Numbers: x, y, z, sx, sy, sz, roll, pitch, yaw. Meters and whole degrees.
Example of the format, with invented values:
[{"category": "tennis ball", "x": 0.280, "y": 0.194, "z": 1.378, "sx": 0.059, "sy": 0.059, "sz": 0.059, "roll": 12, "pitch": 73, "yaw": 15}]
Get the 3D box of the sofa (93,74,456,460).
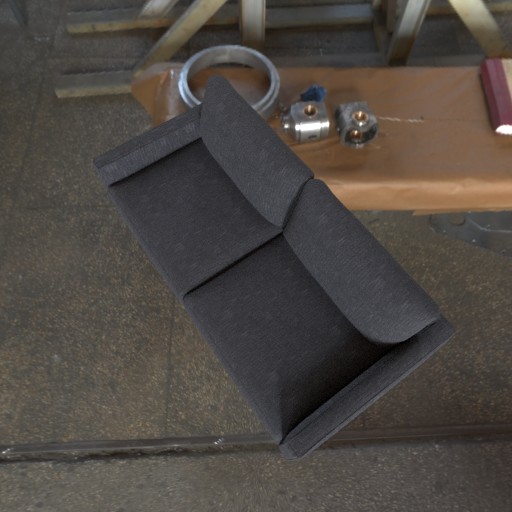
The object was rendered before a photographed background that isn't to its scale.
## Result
[{"category": "sofa", "x": 0.000, "y": 0.000, "z": 2.200, "sx": 0.866, "sy": 0.862, "sz": 1.716, "roll": -33, "pitch": 69, "yaw": -15}]
